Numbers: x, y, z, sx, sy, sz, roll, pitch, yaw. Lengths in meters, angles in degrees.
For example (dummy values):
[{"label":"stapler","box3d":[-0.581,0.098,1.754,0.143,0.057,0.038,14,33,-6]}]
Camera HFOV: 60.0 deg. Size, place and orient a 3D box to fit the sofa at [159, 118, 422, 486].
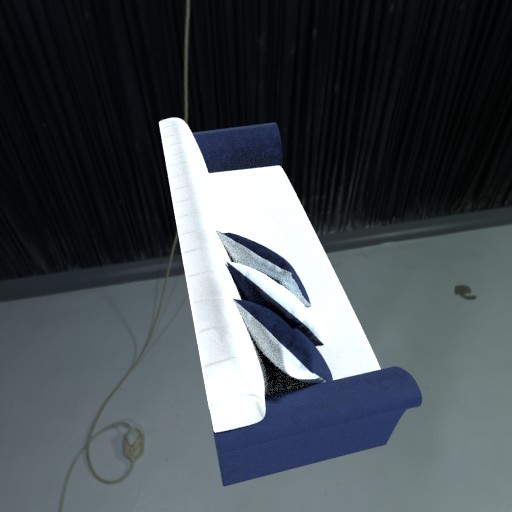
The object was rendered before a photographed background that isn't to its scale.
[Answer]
[{"label":"sofa","box3d":[0.000,0.000,2.315,0.749,0.789,2.006,-10,47,-9]}]
